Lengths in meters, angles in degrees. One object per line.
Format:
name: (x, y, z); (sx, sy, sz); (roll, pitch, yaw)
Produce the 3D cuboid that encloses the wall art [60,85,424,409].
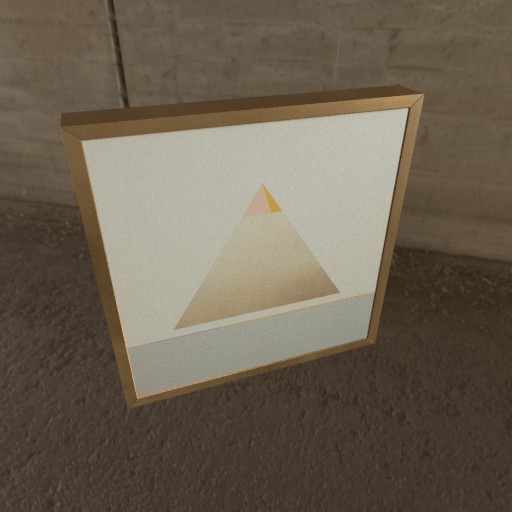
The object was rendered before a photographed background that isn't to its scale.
wall art: (0.000, 0.000, 0.451); (0.305, 0.303, 0.038); (-11, 34, -16)
